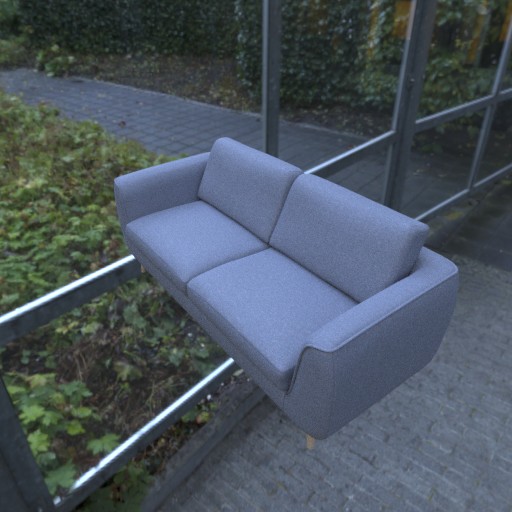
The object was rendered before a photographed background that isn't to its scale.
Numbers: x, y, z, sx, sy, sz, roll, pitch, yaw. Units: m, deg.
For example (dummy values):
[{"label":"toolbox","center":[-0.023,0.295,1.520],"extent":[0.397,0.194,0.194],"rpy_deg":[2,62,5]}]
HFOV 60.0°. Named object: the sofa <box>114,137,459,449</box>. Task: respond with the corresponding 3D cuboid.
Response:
[{"label":"sofa","center":[0.000,0.000,2.537],"extent":[0.920,0.870,2.000],"rpy_deg":[-22,38,-30]}]
